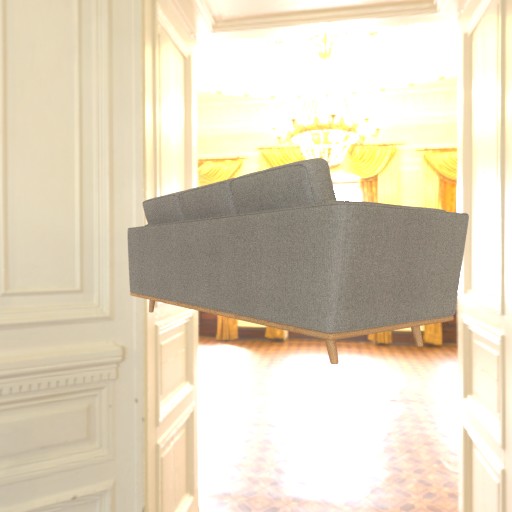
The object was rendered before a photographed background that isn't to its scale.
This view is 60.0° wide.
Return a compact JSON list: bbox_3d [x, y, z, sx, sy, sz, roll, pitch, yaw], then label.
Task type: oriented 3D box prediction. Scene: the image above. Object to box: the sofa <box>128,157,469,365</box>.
[{"bbox_3d":[0.000,0.000,2.857,0.903,0.899,2.362,0,1,-36],"label":"sofa"}]
